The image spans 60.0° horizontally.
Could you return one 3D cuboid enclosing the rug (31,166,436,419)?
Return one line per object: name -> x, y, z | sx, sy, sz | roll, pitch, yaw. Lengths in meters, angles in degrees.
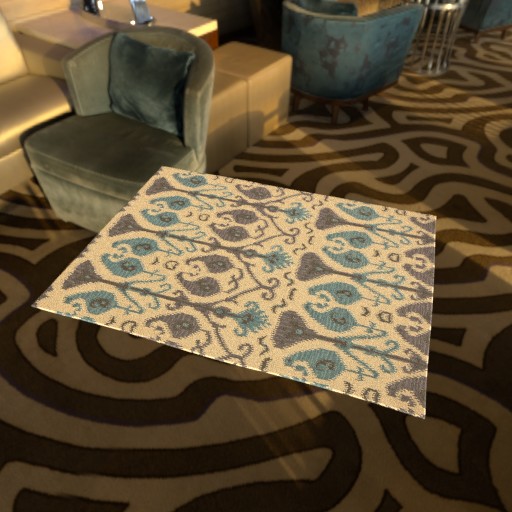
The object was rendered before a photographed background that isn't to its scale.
rug -> 0.000, 0.000, 2.952 | 2.261, 0.013, 1.676 | 13, 44, 13
